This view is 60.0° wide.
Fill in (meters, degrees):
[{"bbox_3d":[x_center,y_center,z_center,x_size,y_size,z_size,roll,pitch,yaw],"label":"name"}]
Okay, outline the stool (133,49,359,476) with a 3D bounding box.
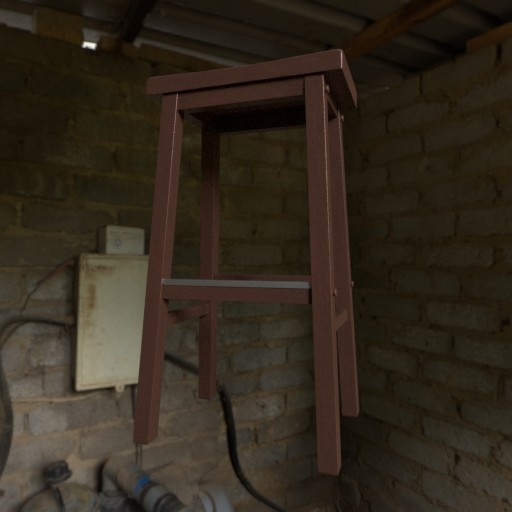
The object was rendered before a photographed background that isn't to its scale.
[{"bbox_3d":[0.000,0.000,0.964,0.406,0.742,0.322,0,0,19],"label":"stool"}]
